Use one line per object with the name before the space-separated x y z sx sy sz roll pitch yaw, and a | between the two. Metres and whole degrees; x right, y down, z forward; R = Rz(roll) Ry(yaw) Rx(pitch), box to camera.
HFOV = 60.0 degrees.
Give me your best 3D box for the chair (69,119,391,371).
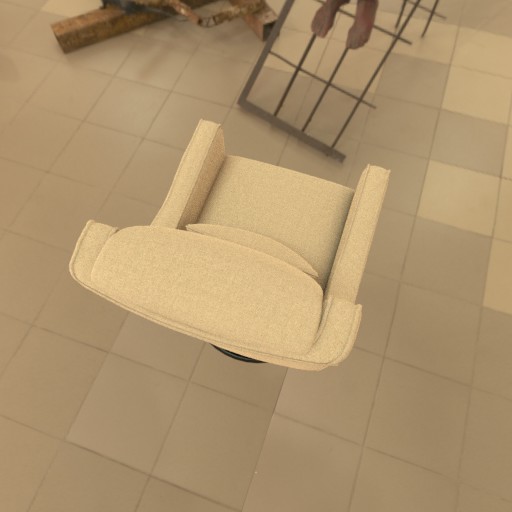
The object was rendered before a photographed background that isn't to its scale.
chair | 0.000 0.000 1.558 0.732 0.993 0.879 17 65 8
